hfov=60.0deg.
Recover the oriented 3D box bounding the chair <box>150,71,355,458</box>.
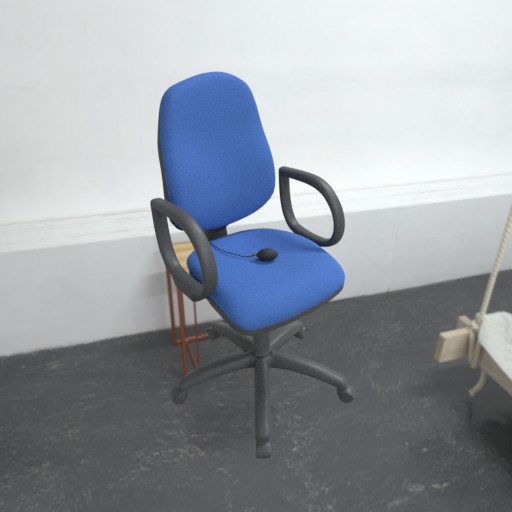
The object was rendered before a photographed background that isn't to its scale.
[{"bbox_3d":[0.000,0.000,1.230,0.552,0.905,0.549,-21,35,-32],"label":"chair"}]
